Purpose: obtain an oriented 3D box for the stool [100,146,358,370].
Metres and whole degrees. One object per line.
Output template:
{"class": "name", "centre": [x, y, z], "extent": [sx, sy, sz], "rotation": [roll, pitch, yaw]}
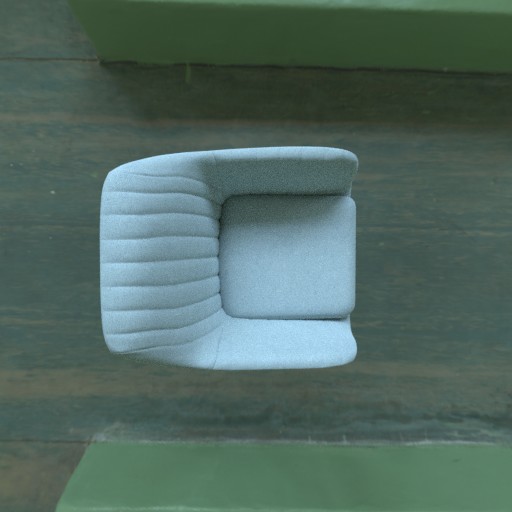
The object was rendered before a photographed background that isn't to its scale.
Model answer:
{"class": "stool", "centre": [0.000, 0.000, 1.219], "extent": [0.590, 0.830, 0.503], "rotation": [0, 92, -1]}
